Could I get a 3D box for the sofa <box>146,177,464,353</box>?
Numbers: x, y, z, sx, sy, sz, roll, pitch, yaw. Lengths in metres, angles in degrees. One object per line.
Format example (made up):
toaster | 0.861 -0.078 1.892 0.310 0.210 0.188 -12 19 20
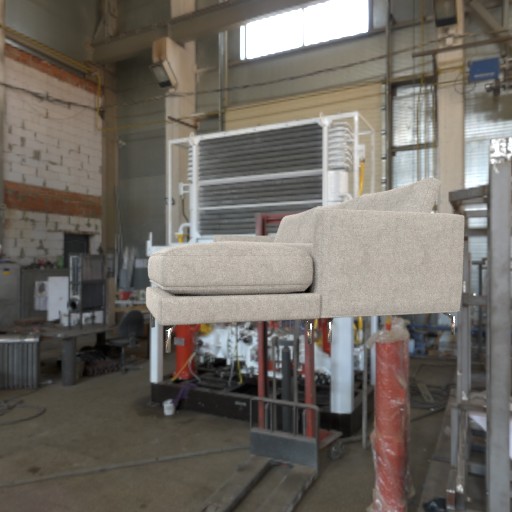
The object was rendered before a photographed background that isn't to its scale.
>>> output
sofa | 0.000 0.000 3.247 1.626 0.864 2.438 0 -1 -18
